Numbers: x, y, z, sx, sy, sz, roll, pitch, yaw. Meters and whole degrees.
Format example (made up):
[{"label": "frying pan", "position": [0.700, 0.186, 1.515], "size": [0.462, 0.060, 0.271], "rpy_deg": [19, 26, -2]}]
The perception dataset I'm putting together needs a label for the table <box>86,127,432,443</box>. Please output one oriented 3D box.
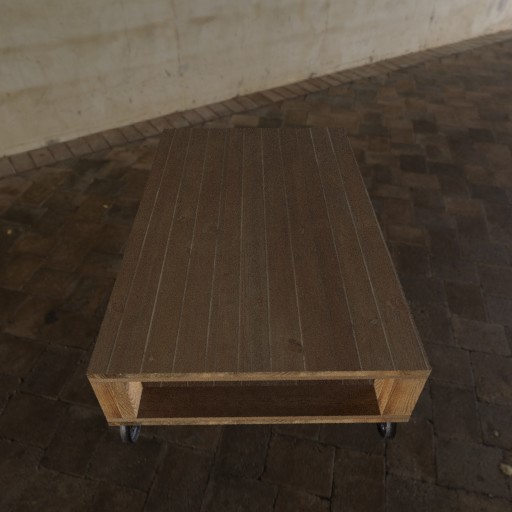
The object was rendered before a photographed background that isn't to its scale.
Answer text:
[{"label": "table", "position": [0.000, 0.000, 1.683], "size": [0.827, 0.413, 1.299], "rpy_deg": [-1, 42, -1]}]
